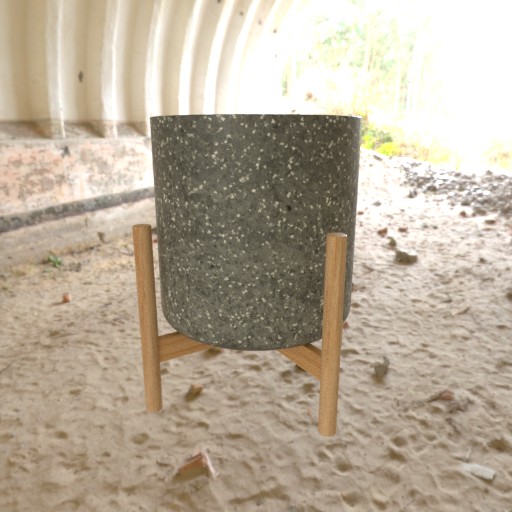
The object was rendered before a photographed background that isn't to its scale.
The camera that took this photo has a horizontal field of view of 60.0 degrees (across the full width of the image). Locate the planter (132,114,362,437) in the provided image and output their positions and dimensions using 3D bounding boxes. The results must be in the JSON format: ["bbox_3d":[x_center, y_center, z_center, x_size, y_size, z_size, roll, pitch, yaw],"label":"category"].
[{"bbox_3d":[0.000,0.000,0.705,0.360,0.419,0.360,-3,16,-10],"label":"planter"}]
